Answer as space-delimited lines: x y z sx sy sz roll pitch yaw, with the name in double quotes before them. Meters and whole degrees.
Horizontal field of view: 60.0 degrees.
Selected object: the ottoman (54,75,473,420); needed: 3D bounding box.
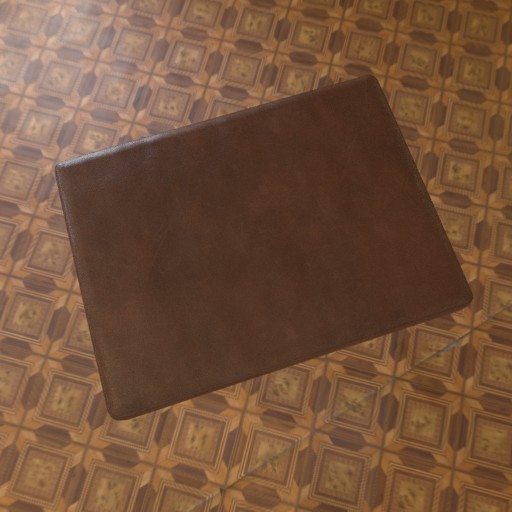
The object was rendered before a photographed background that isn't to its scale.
"ottoman" 0.000 0.000 1.176 0.795 0.509 0.588 -17 76 -4
